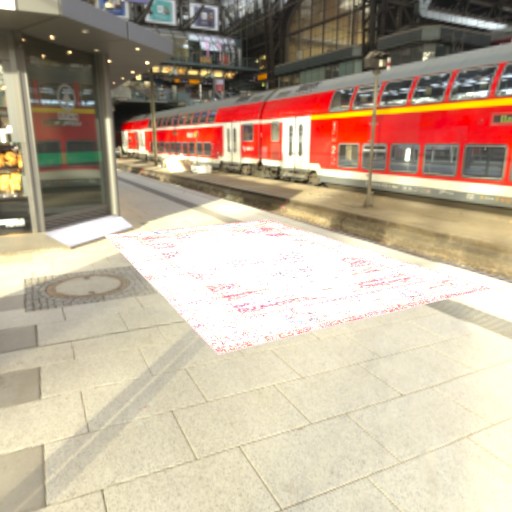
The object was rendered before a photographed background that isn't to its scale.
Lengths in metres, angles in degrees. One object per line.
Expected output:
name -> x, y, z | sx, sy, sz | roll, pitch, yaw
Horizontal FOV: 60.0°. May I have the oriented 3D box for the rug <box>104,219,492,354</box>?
rug -> 0.000, 0.000, 2.317 | 1.219, 0.006, 1.829 | -8, 17, -27
